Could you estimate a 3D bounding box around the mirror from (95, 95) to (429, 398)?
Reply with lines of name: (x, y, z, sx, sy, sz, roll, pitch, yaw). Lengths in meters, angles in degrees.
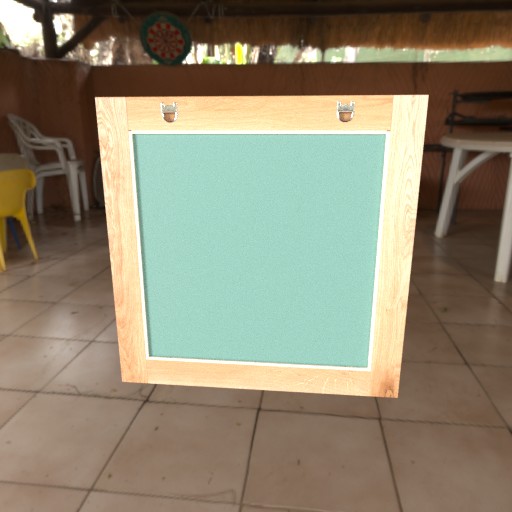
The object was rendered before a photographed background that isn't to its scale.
mirror: (0.000, 0.000, 1.178, 0.800, 0.800, 0.020, 2, 16, 6)
